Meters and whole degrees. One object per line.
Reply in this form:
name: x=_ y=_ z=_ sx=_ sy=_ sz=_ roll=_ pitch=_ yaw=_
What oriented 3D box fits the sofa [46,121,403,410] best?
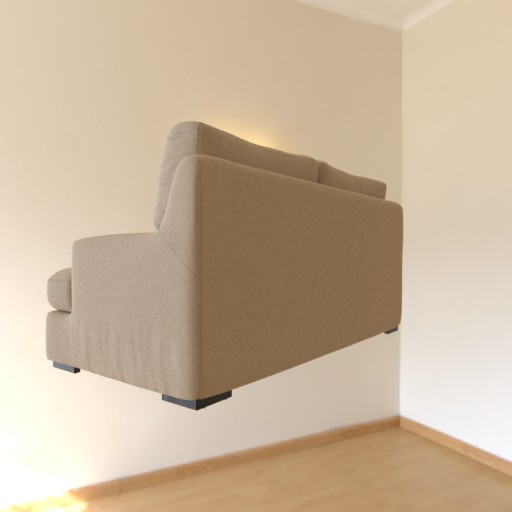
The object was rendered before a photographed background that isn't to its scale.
sofa: x=0.000 y=0.000 z=2.382 sx=0.962 sy=0.967 sz=1.885 roll=0 pitch=1 yaw=37
